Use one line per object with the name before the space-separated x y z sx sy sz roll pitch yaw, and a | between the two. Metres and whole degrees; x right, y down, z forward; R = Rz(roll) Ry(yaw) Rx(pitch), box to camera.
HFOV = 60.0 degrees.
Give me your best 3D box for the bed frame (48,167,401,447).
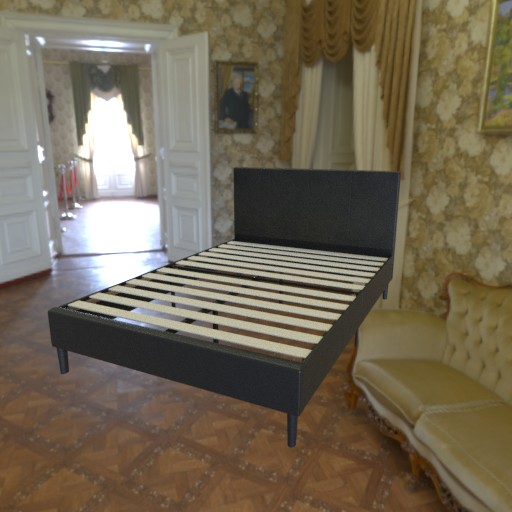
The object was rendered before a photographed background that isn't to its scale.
bed frame | 0.000 0.000 2.985 1.469 1.046 2.152 7 16 26
